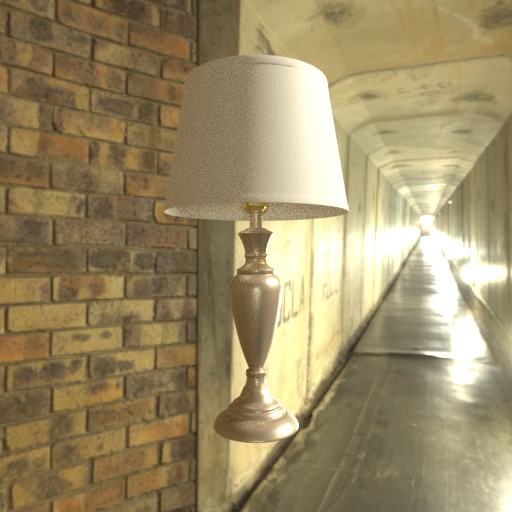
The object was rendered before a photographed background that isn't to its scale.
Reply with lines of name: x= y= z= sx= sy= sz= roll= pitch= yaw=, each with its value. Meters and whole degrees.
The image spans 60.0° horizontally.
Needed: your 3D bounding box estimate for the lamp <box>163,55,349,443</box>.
lamp: x=0.000 y=0.000 z=0.800 sx=0.328 sy=0.612 sz=0.328 roll=0 pitch=0 yaw=0
